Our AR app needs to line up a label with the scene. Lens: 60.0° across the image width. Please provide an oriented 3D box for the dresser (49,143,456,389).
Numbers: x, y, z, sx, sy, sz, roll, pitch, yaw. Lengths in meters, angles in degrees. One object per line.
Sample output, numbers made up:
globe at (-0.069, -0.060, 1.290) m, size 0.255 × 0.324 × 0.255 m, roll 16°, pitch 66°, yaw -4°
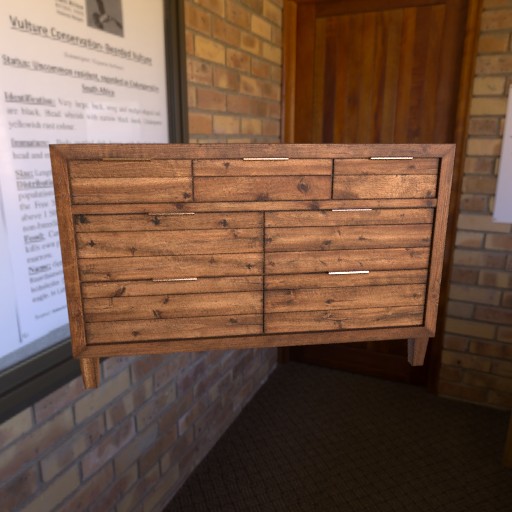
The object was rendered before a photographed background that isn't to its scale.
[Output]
dresser at (0.000, 0.000, 1.814) m, size 1.387 × 0.892 × 0.438 m, roll -2°, pitch 15°, yaw -7°
